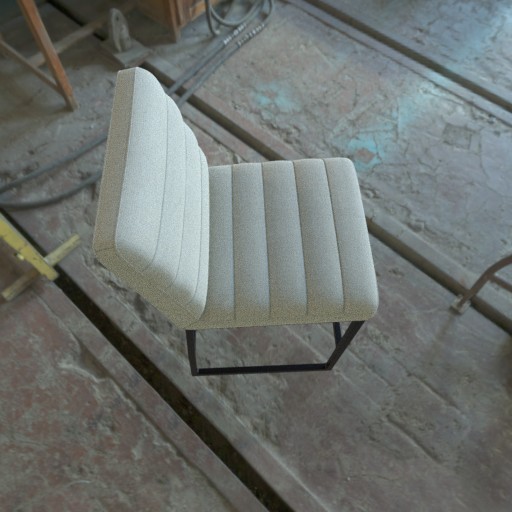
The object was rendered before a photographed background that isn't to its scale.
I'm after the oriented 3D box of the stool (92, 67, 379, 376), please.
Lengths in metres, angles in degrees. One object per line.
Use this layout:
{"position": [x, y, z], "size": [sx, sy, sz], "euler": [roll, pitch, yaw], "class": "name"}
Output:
{"position": [0.000, 0.000, 1.236], "size": [0.560, 0.940, 0.460], "euler": [-2, 62, -1], "class": "stool"}
